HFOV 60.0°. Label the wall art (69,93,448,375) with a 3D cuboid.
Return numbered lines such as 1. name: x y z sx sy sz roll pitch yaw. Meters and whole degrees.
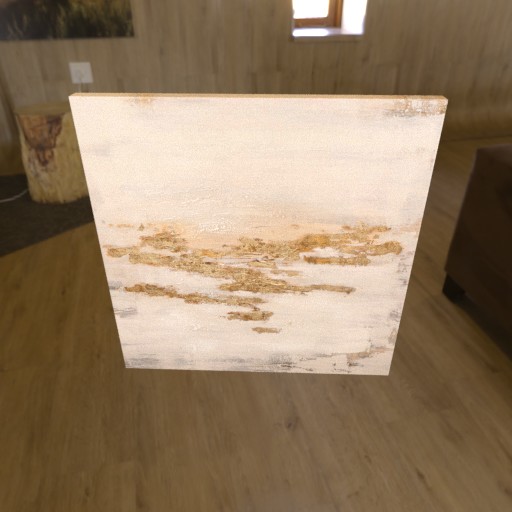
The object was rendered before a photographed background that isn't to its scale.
1. wall art: 0.000 0.000 1.089 0.753 0.755 0.038 1 31 2
